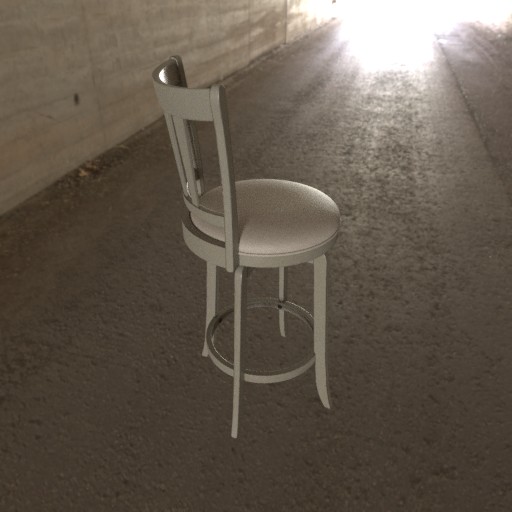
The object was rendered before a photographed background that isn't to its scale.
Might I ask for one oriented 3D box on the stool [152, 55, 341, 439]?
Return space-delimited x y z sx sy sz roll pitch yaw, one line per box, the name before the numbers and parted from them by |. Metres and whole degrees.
stool | 0.000 0.000 1.298 0.475 1.042 0.436 -11 33 -17
